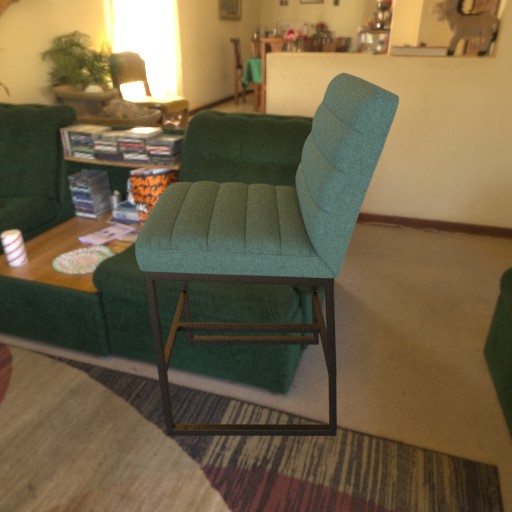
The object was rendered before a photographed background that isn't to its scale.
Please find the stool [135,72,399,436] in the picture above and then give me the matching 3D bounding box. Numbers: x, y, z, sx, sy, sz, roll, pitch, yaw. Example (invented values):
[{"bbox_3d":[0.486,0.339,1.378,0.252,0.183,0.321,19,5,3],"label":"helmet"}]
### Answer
[{"bbox_3d":[0.000,0.000,1.257,0.560,0.940,0.460,0,27,0],"label":"stool"}]
